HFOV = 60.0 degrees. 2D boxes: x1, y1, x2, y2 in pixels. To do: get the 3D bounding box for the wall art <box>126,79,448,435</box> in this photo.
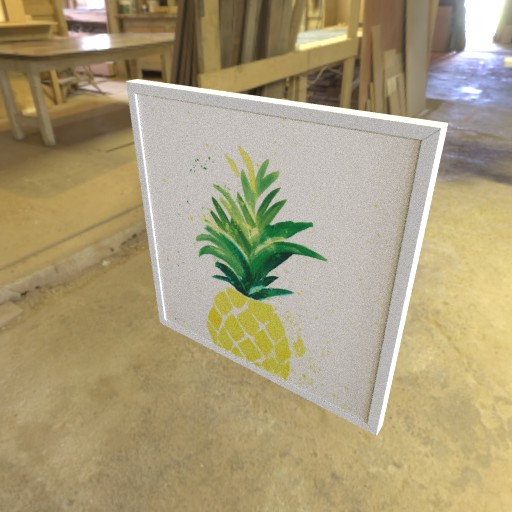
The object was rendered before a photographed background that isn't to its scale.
[{"bbox_3d":[0.000,0.000,1.114,0.763,0.761,0.038,20,36,30],"label":"wall art"}]
